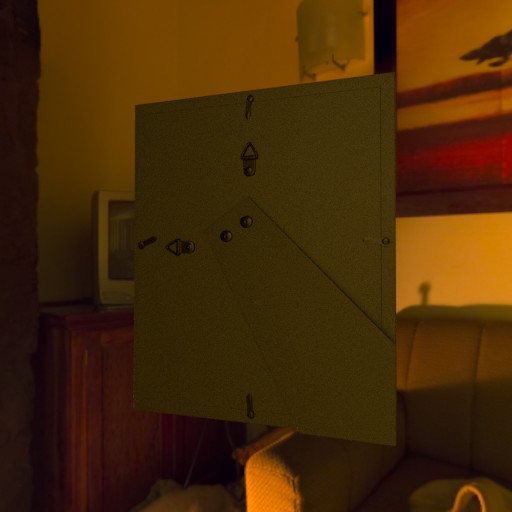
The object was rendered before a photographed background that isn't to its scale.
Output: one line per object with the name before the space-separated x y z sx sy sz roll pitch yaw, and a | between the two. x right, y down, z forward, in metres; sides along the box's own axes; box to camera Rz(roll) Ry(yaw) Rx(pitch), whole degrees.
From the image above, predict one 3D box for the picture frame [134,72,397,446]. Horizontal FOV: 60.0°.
picture frame | 0.000 0.000 0.386 0.232 0.284 0.042 0 -1 18
